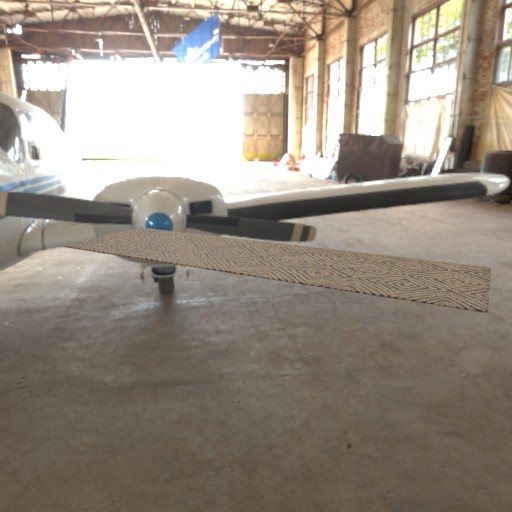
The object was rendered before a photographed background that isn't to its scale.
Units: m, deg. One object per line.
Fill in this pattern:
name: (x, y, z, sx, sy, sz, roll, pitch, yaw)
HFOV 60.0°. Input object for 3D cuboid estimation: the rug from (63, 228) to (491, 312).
rug: (0.000, 0.000, 2.425, 2.277, 0.008, 0.676, 7, 16, 27)
